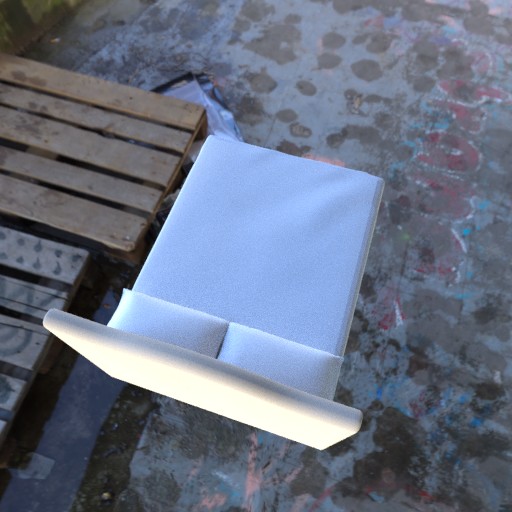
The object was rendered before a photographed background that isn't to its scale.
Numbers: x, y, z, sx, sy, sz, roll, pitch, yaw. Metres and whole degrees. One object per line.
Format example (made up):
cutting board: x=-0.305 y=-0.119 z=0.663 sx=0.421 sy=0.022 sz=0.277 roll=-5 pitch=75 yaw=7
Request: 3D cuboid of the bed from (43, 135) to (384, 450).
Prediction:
bed: x=0.000 y=0.000 z=3.137 sx=1.678 sy=1.398 sz=2.052 roll=16 pitch=64 yaw=8
